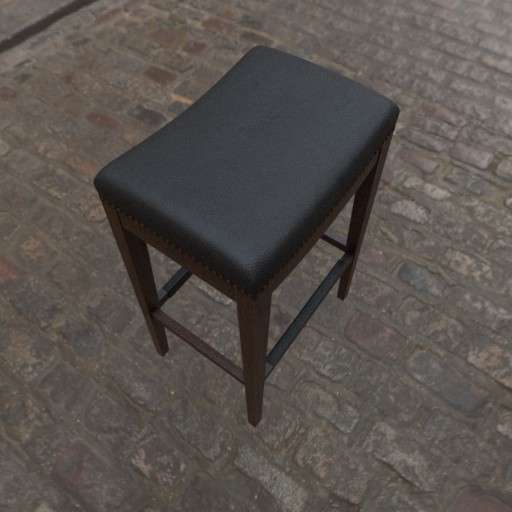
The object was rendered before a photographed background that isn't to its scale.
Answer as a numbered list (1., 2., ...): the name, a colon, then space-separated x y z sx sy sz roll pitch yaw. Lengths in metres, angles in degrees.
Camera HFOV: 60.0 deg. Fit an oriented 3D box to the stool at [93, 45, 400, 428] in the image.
1. stool: 0.000 0.000 1.044 0.361 0.765 0.500 32 63 19
